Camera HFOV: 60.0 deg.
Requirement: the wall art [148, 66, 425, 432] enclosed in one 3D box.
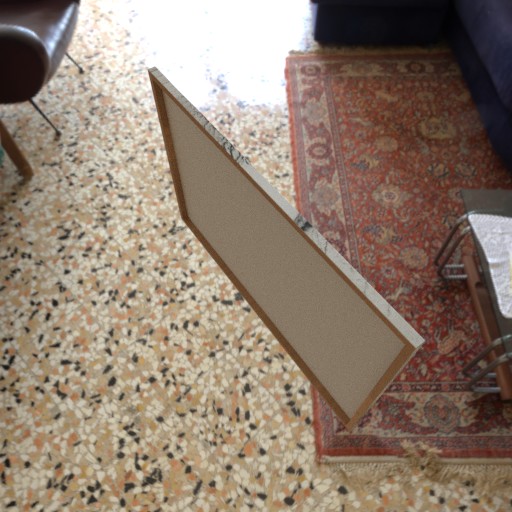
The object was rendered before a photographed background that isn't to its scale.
[{"bbox_3d":[0.000,0.000,1.172,0.023,0.607,0.914,-31,62,-19],"label":"wall art"}]
